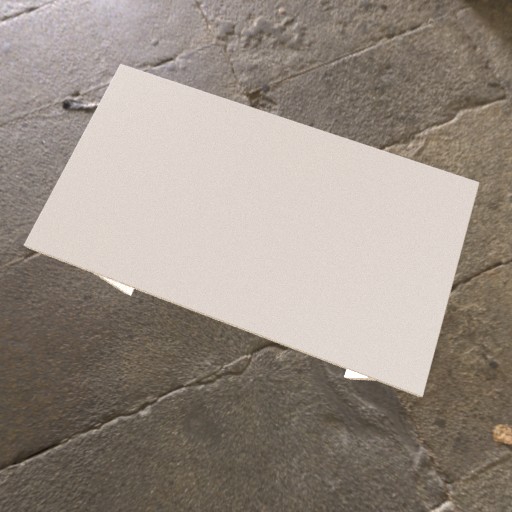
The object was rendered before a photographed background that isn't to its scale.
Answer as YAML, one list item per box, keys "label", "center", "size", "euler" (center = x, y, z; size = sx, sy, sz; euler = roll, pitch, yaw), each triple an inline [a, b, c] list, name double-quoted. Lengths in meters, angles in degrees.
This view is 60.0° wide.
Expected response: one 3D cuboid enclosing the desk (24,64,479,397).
- label: "desk"
  center: [0.000, 0.000, 1.341]
  size: [0.900, 0.729, 0.498]
  euler: [20, 76, 5]
